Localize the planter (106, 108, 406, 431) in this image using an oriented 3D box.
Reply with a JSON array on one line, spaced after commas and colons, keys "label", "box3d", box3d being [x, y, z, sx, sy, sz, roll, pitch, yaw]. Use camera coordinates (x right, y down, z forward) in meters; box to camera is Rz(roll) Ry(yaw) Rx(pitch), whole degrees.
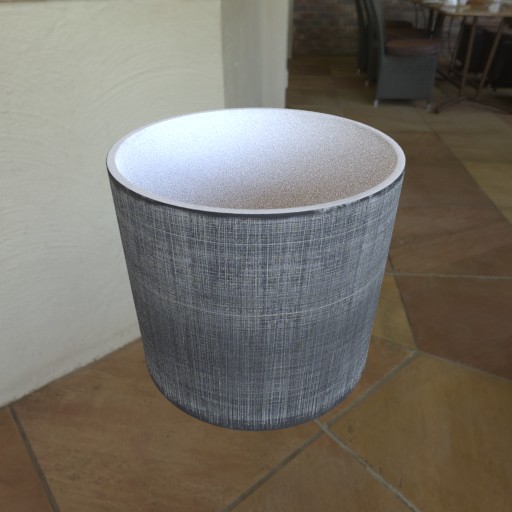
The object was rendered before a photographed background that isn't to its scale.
[{"label": "planter", "box3d": [0.000, 0.000, 0.394, 0.221, 0.201, 0.221, 0, 33, 0]}]
